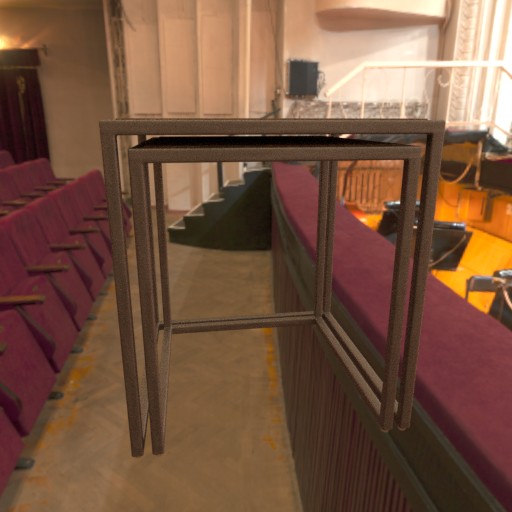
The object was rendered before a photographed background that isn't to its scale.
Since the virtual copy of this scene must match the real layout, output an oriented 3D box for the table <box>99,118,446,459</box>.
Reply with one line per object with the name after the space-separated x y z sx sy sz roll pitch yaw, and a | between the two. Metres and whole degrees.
0.000 0.000 0.847 0.450 0.500 0.449 -3 17 -8 | table
